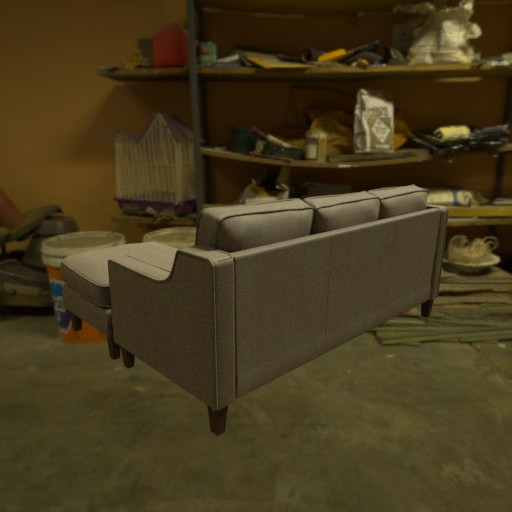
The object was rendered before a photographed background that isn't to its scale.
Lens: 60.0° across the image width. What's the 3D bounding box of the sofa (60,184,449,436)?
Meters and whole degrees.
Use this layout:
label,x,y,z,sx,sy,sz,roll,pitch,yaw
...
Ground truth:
label,x,y,z,sx,sy,sz,roll,pitch,yaw
sofa,0.000,0.000,3.354,2.317,1.081,1.858,-14,20,-42
